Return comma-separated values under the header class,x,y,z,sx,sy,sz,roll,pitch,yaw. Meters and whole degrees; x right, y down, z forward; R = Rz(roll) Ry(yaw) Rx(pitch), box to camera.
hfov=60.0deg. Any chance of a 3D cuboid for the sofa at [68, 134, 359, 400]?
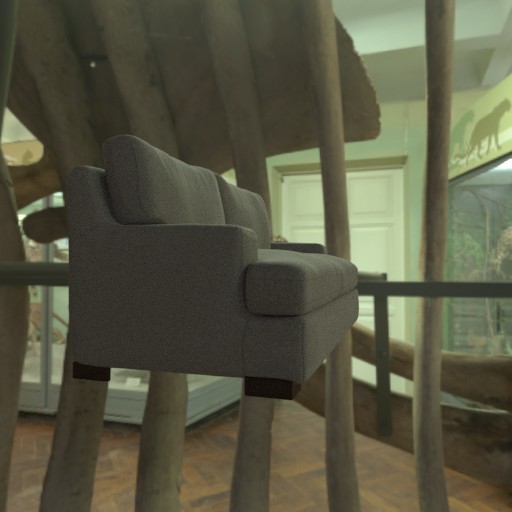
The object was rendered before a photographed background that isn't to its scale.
class,x,y,z,sx,sy,sz,roll,pitch,yaw
sofa,0.000,0.000,2.432,0.962,0.980,1.855,0,-1,18
